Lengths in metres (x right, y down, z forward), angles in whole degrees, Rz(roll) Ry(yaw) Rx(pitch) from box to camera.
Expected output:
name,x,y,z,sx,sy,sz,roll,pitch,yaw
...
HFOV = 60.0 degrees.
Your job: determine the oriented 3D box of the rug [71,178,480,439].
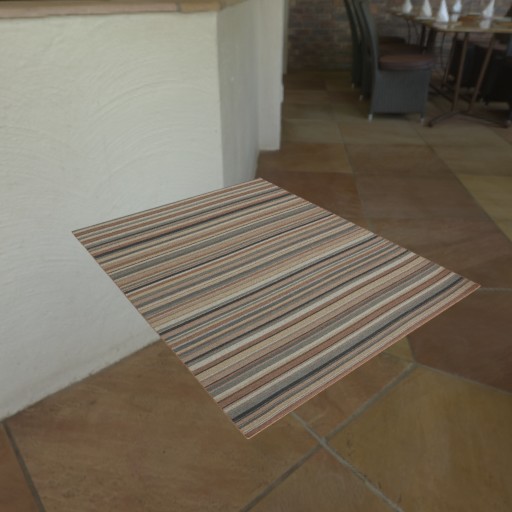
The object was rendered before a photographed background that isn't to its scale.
name,x,y,z,sx,sy,sz,roll,pitch,yaw
rug,0.000,0.000,4.119,2.436,0.011,3.045,-22,38,-31
